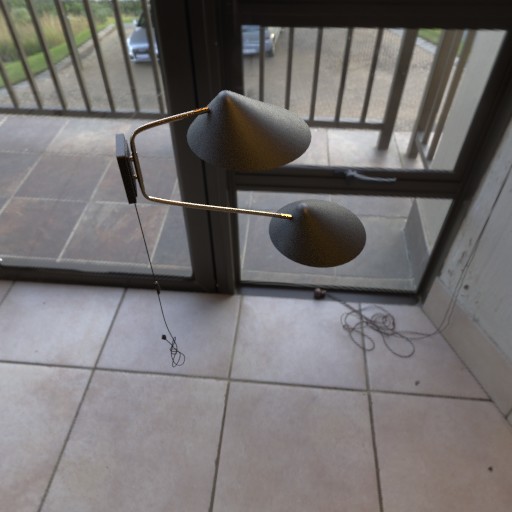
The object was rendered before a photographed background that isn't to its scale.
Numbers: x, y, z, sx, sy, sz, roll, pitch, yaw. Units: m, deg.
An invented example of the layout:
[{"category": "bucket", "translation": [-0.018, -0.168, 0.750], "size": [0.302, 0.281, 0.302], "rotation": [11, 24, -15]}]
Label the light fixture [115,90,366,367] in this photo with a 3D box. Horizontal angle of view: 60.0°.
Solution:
[{"category": "light fixture", "translation": [0.000, 0.000, 0.850], "size": [0.422, 0.665, 0.189], "rotation": [-10, 47, -9]}]
